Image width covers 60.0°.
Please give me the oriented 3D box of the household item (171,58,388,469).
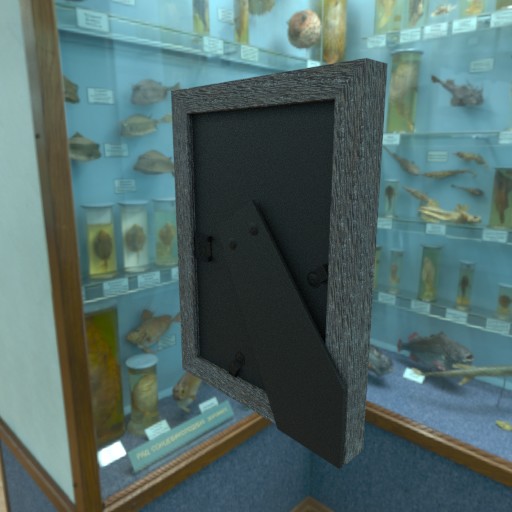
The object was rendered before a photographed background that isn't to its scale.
[{"bbox_3d":[0.000,0.000,0.240,0.020,0.180,0.133,-13,18,-43],"label":"household item"}]
